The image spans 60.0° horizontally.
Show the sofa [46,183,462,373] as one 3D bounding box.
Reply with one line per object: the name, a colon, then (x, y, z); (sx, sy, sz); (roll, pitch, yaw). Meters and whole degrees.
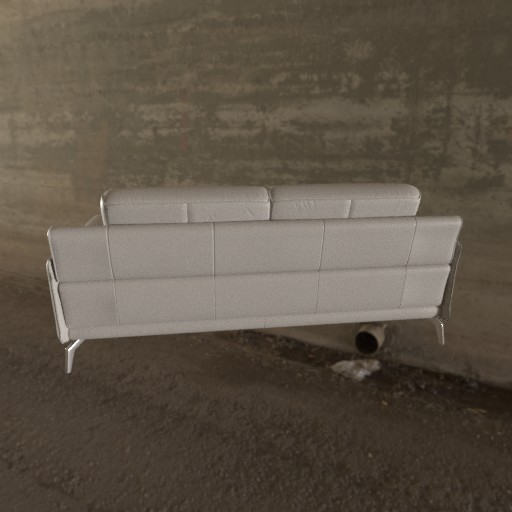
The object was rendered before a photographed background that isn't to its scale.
sofa: (0.000, 0.000, 2.611); (2.101, 0.930, 1.049); (-2, 15, -9)
